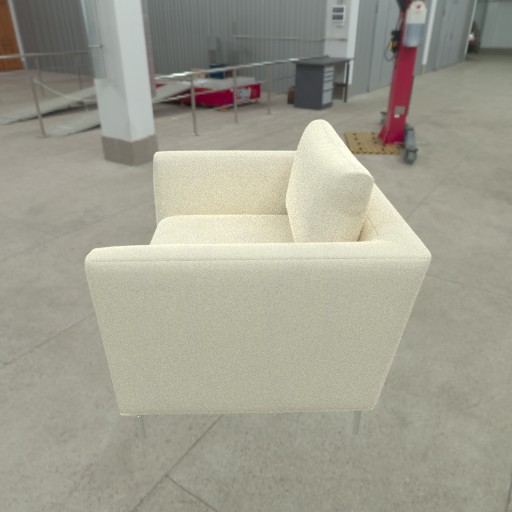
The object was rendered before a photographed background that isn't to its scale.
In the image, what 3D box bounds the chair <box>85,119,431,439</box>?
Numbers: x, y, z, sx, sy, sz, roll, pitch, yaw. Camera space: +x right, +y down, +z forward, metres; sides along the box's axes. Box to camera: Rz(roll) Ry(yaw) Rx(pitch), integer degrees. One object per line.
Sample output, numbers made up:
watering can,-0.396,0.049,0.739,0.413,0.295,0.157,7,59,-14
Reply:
chair,0.000,0.000,1.658,0.889,0.865,1.041,-1,28,-1
